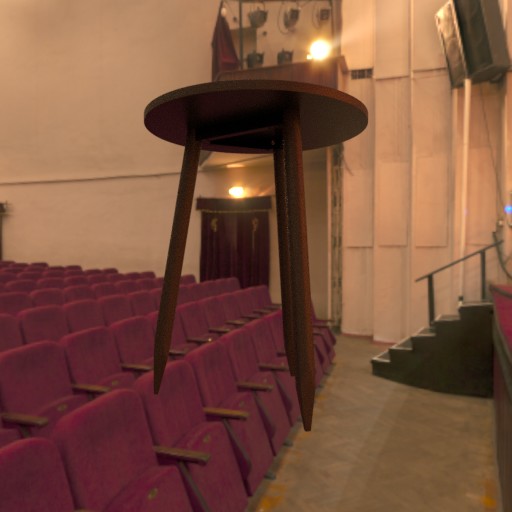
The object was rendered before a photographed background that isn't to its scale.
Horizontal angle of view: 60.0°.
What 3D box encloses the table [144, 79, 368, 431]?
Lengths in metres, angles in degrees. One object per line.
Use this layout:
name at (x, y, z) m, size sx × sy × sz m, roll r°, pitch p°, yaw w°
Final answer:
table at (0.000, 0.000, 0.934) m, size 0.457 × 0.585 × 0.457 m, roll 0°, pitch 0°, yaw 0°
